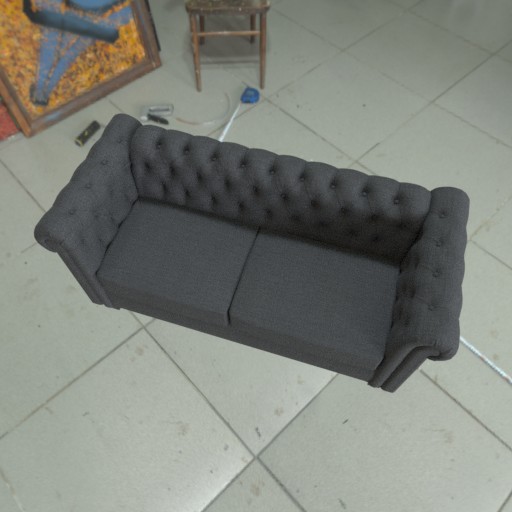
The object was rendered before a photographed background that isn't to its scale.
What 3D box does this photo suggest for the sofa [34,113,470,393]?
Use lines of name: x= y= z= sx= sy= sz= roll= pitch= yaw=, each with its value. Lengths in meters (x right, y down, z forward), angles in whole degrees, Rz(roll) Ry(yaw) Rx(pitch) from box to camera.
sofa: x=0.000 y=0.000 z=2.225 sx=1.798 sy=0.797 sz=0.783 roll=15 pitch=59 yaw=9
